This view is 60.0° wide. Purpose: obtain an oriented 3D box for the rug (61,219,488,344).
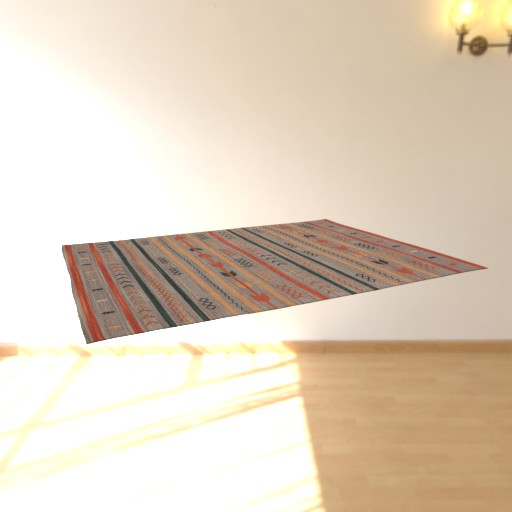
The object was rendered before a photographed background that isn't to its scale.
[{"bbox_3d":[0.000,0.000,3.863,3.029,0.022,2.263,-7,17,-25],"label":"rug"}]
